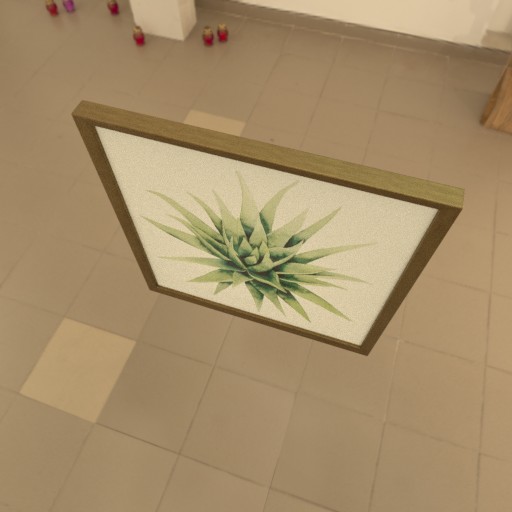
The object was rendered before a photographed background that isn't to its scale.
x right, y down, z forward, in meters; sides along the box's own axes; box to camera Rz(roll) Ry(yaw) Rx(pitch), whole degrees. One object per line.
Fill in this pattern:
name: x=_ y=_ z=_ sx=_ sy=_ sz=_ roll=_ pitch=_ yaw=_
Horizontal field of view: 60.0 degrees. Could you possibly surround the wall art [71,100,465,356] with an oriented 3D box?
wall art: x=0.000 y=0.000 z=0.765 sx=0.503 sy=0.506 sz=0.030 roll=16 pitch=60 yaw=9
